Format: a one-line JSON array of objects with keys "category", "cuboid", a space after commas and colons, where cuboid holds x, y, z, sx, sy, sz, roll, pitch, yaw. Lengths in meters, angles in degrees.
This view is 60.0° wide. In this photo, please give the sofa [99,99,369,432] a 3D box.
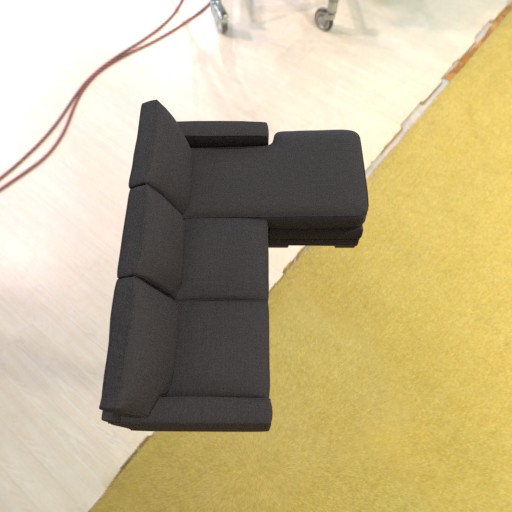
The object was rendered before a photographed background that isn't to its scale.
[{"category": "sofa", "cuboid": [0.000, 0.000, 3.284, 1.790, 0.973, 2.370, 0, 64, 0]}]
